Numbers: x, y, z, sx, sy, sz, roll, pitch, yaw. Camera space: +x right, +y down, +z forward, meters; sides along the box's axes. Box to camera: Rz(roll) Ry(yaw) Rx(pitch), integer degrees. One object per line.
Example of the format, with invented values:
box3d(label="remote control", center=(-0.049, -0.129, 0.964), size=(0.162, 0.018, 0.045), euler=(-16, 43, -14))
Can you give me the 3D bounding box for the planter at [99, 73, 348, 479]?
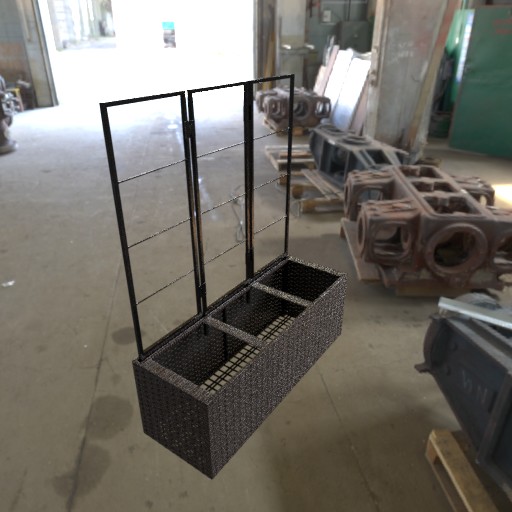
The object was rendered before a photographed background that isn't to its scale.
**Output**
box3d(label="planter", center=(0.000, 0.000, 1.177), size=(0.244, 0.841, 0.699), euler=(18, 32, 31))
